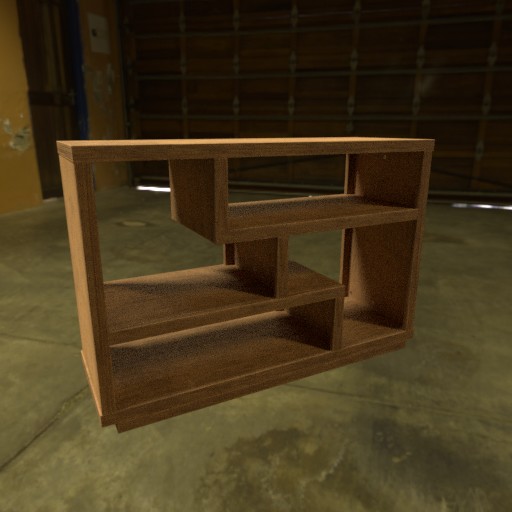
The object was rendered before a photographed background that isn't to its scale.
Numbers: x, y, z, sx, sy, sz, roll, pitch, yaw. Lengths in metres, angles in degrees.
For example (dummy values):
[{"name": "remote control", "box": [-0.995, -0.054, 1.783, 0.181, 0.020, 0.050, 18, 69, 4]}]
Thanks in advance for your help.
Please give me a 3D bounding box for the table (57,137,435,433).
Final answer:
[{"name": "table", "box": [0.000, 0.000, 1.524, 1.151, 0.771, 0.410, -8, 18, -26]}]
